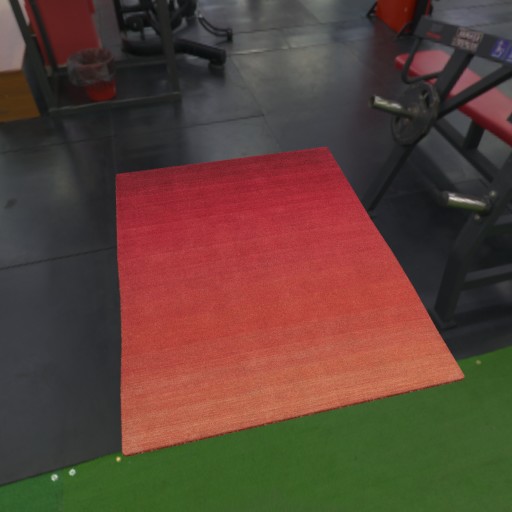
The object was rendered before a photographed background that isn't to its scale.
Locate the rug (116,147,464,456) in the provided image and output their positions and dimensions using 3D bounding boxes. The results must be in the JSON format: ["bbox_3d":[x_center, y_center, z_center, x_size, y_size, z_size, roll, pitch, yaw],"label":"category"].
[{"bbox_3d":[0.000,0.000,3.840,2.340,0.028,2.905,-10,48,-9],"label":"rug"}]
